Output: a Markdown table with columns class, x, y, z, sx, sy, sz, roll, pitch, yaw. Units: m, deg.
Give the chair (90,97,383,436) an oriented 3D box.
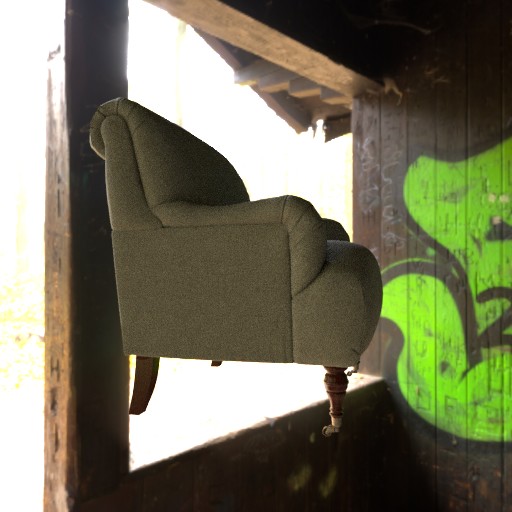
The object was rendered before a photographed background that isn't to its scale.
| class | x | y | z | sx | sy | sz | roll | pitch | yaw |
| --- | --- | --- | --- | --- | --- | --- | --- | --- | --- |
| chair | 0.000 | 0.000 | 1.924 | 1.060 | 1.178 | 0.964 | 0 | -1 | 17 |
